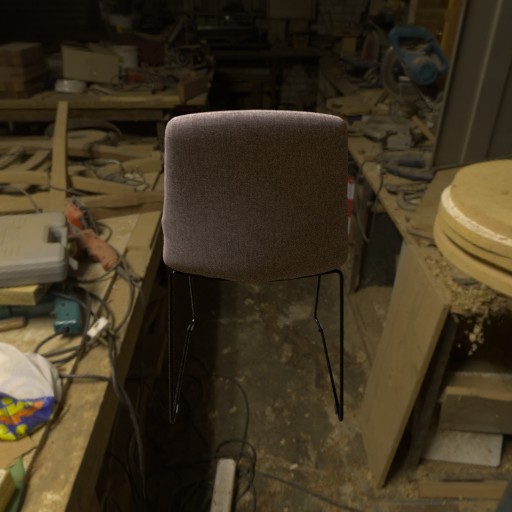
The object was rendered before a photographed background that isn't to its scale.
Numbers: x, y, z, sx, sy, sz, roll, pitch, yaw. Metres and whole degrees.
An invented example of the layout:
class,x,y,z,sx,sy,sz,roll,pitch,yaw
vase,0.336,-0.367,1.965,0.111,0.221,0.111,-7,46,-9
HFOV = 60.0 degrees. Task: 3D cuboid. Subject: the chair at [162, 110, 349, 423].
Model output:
class,x,y,z,sx,sy,sz,roll,pitch,yaw
chair,0.000,0.000,1.164,0.479,0.858,0.518,0,31,-1
